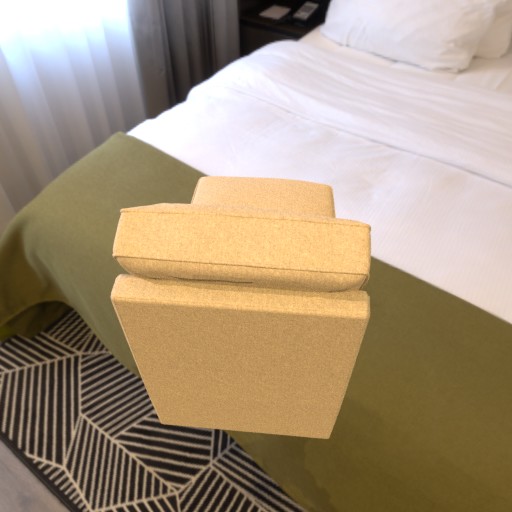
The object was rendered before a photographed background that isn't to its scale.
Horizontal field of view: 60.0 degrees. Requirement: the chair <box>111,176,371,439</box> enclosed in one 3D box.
[{"bbox_3d":[0.000,0.000,1.704,0.674,1.058,1.020,4,47,4],"label":"chair"}]
